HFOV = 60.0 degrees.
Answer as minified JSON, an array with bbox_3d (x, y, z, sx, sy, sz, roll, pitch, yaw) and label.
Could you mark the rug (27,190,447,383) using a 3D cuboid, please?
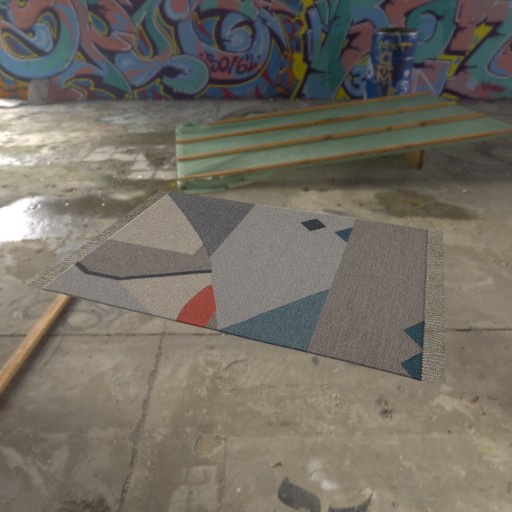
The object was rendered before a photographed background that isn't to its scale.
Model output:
[{"bbox_3d":[0.000,0.000,2.283,1.828,0.005,1.220,10,32,17],"label":"rug"}]
